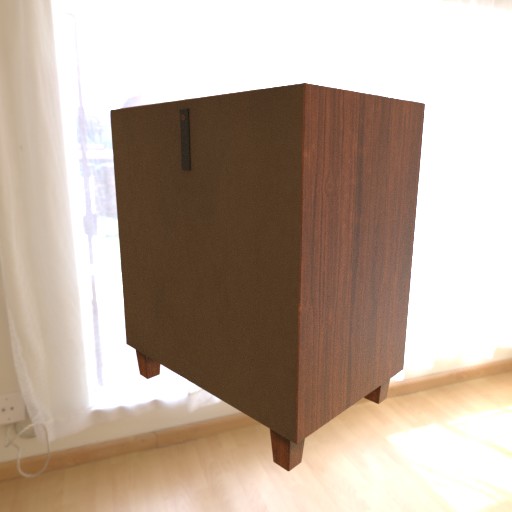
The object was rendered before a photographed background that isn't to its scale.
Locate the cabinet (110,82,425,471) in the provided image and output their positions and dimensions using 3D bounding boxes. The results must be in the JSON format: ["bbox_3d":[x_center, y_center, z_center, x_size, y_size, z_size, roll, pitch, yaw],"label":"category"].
[{"bbox_3d":[0.000,0.000,1.083,0.410,0.695,0.607,-13,18,-43],"label":"cabinet"}]
